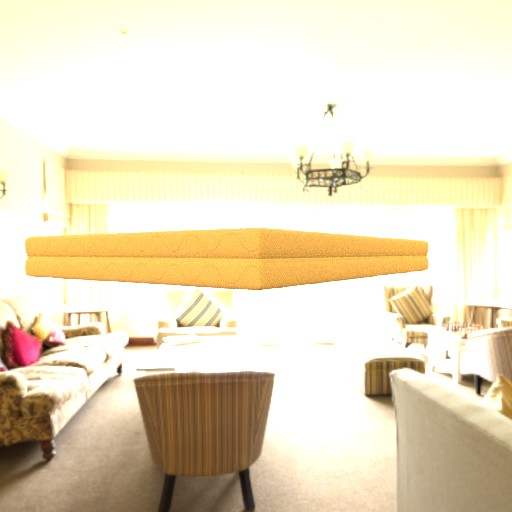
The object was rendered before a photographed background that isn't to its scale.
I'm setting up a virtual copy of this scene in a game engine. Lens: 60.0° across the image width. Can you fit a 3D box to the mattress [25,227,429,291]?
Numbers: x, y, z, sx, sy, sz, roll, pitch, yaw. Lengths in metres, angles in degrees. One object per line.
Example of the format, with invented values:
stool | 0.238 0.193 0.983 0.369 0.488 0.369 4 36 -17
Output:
mattress | 0.000 0.000 2.506 1.400 0.200 1.900 0 1 36
